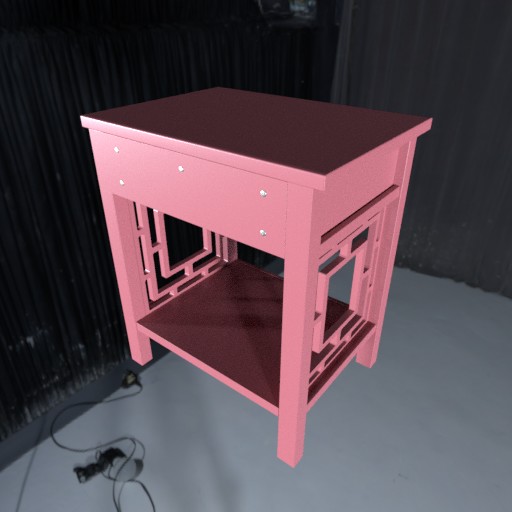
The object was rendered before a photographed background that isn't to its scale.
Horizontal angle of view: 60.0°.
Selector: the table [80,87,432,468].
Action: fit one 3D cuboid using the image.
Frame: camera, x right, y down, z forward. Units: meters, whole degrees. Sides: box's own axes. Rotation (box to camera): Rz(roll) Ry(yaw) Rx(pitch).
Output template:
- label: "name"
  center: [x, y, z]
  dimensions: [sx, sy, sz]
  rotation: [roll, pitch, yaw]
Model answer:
- label: "table"
  center: [0.000, 0.000, 1.112]
  dimensions: [0.599, 0.686, 0.451]
  rotation: [22, 37, 32]
